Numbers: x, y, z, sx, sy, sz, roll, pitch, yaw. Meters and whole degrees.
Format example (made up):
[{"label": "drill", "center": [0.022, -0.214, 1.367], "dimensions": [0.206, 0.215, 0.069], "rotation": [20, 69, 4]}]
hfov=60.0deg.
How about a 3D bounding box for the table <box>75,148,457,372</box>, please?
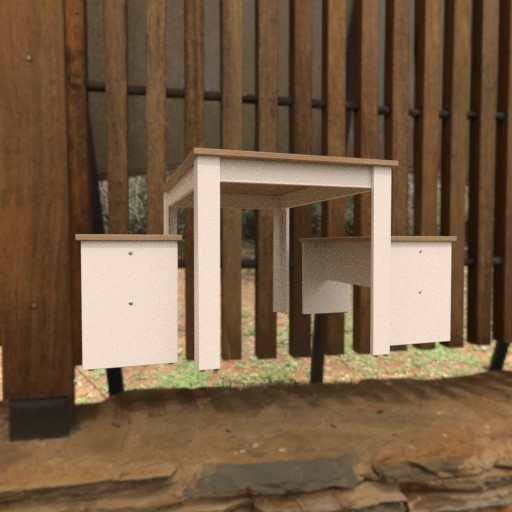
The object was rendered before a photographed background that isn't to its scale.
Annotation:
[{"label": "table", "center": [0.000, 0.000, 2.002], "dimensions": [1.443, 0.700, 1.100], "rotation": [-1, 2, -17]}]
